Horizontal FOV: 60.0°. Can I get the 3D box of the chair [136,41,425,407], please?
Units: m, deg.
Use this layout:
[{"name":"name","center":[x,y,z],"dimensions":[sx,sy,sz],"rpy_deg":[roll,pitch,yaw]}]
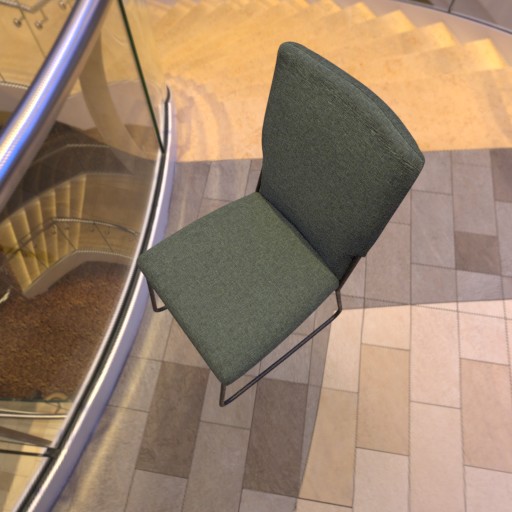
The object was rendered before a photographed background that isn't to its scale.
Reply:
[{"name":"chair","center":[0.000,0.000,1.290],"dimensions":[0.635,0.931,0.480],"rpy_deg":[-34,69,-16]}]
